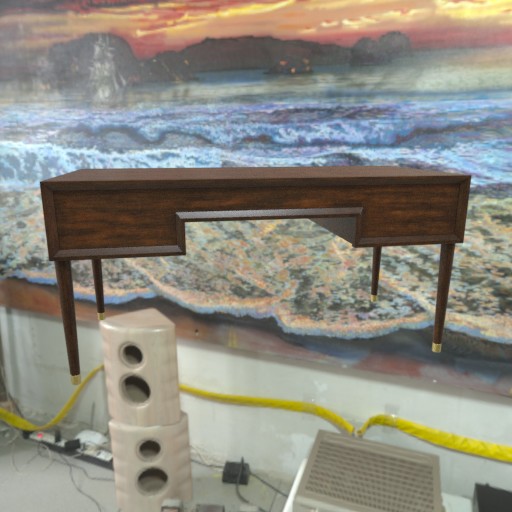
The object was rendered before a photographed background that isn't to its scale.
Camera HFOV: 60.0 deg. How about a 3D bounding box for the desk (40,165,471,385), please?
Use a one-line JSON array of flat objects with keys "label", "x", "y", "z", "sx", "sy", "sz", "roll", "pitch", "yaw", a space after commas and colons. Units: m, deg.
[{"label": "desk", "x": 0.000, "y": 0.000, "z": 2.030, "sx": 1.575, "sy": 0.762, "sz": 0.724, "roll": -3, "pitch": 15, "yaw": -10}]
